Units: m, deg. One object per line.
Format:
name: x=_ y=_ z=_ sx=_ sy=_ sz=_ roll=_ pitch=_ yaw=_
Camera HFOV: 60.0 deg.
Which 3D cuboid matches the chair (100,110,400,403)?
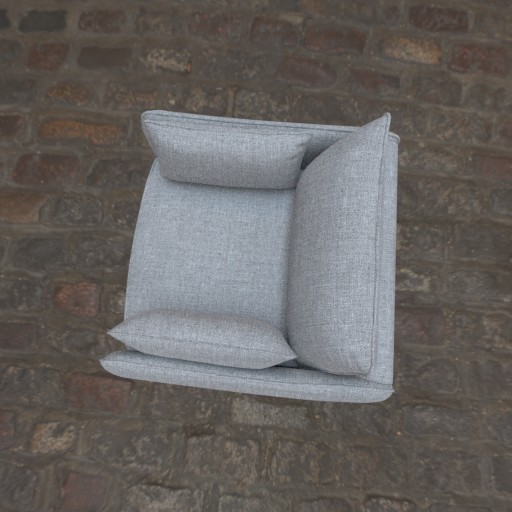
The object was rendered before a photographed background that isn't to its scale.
chair: x=0.000 y=0.000 z=1.681 sx=0.976 sy=0.839 sz=0.993 roll=5 pitch=76 yaw=1
